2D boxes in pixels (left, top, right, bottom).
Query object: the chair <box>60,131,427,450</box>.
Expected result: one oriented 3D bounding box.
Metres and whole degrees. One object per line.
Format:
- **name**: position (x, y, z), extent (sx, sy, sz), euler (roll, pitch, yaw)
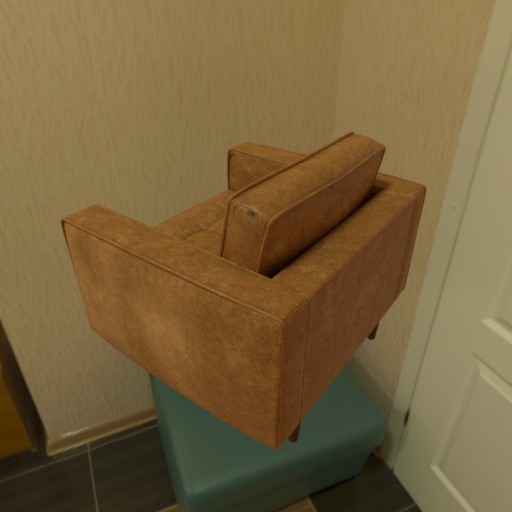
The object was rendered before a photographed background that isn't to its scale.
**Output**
- **chair**: position (0.000, 0.000, 1.498), extent (0.798, 0.767, 0.928), euler (22, 38, 30)
